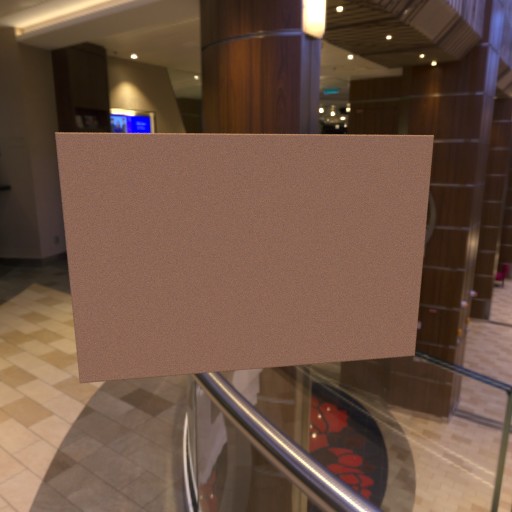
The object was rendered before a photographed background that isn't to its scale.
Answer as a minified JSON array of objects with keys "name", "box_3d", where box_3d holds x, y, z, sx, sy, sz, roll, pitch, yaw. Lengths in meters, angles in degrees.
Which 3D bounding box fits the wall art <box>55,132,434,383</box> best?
[{"name":"wall art","box_3d":[0.000,0.000,0.771,0.609,0.407,0.039,-2,13,-10]}]
